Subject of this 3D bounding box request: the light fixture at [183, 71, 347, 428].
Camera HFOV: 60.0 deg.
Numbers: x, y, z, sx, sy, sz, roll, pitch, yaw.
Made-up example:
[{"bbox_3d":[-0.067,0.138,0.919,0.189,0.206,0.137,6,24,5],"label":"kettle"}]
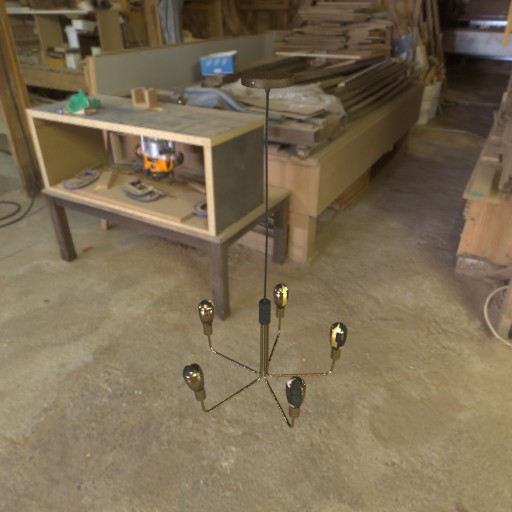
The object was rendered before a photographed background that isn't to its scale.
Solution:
[{"bbox_3d":[0.000,0.000,1.384,0.532,1.059,0.588,19,36,28],"label":"light fixture"}]
